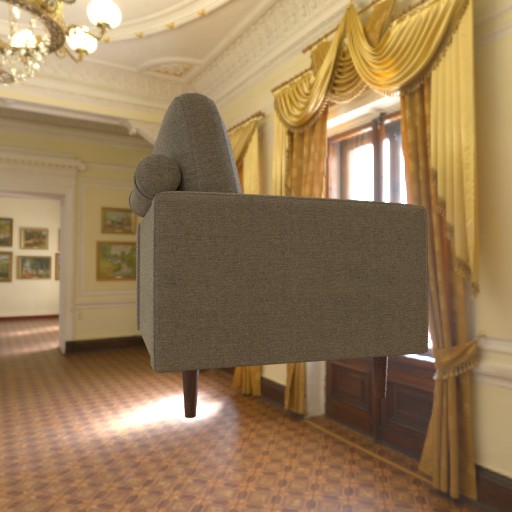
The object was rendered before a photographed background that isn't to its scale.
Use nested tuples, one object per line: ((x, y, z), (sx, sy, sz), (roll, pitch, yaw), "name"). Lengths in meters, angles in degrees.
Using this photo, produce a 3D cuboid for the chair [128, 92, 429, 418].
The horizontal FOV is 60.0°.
((0.000, 0.000, 1.543), (0.843, 0.880, 0.821), (0, -1, -18), "chair")
